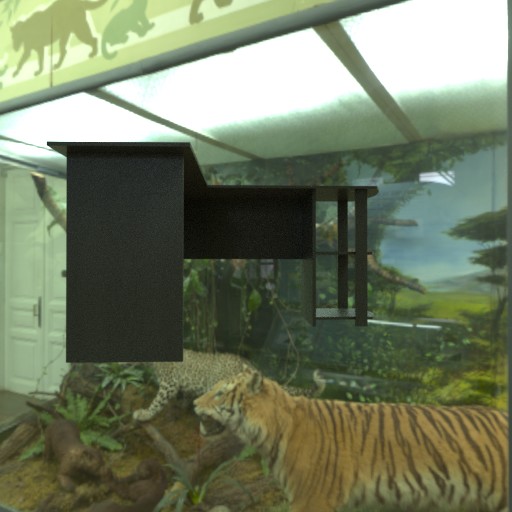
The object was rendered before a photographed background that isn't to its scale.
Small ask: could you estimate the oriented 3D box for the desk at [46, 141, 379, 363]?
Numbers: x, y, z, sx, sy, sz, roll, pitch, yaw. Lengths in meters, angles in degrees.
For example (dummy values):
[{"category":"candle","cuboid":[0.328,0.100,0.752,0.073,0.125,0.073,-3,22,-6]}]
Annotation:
[{"category":"desk","cuboid":[0.000,0.000,2.059,1.361,0.716,1.303,0,0,-2]}]
